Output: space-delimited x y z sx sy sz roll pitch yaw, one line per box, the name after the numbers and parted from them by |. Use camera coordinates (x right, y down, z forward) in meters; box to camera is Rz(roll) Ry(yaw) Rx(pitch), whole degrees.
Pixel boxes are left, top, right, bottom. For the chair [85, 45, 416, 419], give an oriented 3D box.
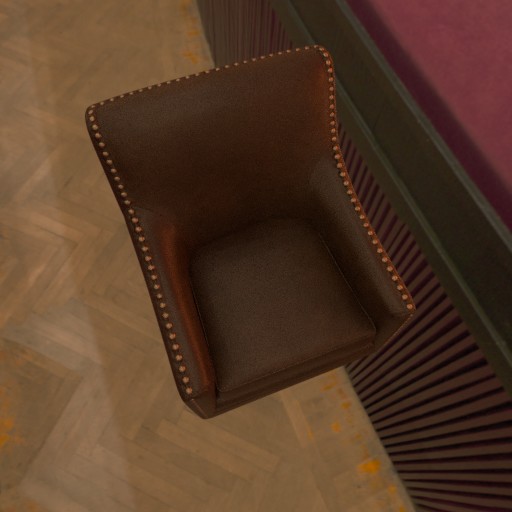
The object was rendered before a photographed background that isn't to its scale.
0.000 0.000 1.309 0.639 0.813 0.704 -19 66 -9 | chair
